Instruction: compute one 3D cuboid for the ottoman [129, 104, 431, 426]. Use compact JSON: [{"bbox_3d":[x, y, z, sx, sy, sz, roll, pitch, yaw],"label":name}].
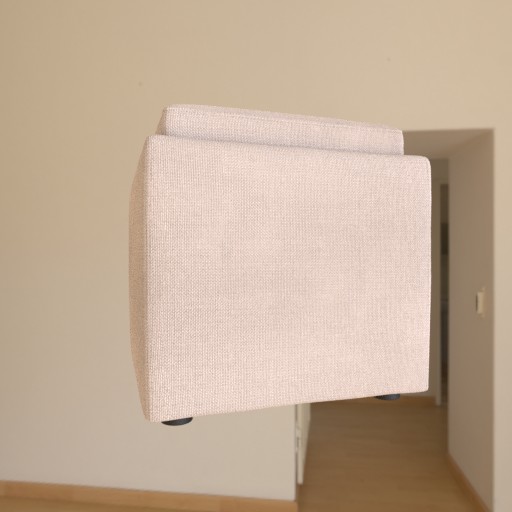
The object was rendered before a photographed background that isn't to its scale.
[{"bbox_3d":[0.000,0.000,0.835,0.451,0.460,0.450,0,0,-18],"label":"ottoman"}]
